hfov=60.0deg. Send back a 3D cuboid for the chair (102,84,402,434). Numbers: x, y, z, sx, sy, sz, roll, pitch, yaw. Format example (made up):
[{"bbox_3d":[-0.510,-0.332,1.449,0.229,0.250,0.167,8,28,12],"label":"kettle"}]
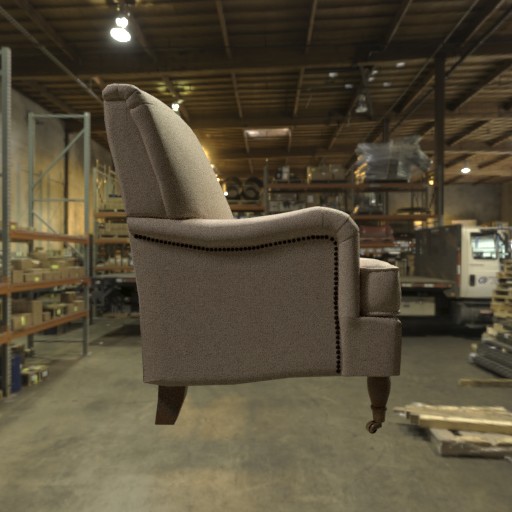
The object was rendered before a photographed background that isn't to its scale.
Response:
[{"bbox_3d":[0.000,0.000,1.776,0.953,1.119,0.879,0,0,1],"label":"chair"}]
